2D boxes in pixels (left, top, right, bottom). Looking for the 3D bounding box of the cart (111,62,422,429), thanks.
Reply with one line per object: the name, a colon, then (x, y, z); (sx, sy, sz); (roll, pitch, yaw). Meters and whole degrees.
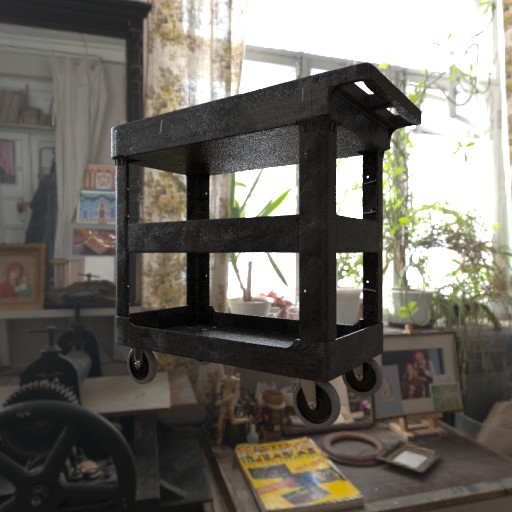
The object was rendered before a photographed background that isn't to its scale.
cart: (0.000, 0.000, 1.349); (0.877, 0.824, 0.420); (0, 1, 35)
